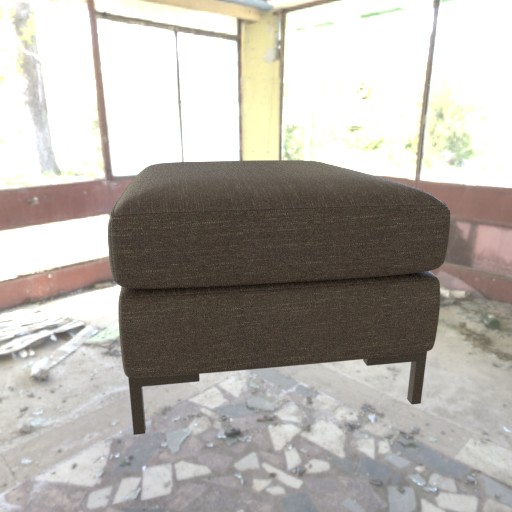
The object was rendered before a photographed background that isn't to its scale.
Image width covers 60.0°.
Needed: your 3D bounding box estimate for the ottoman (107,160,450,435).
[{"bbox_3d":[0.000,0.000,1.226,0.671,0.490,0.820,-3,17,-9],"label":"ottoman"}]
